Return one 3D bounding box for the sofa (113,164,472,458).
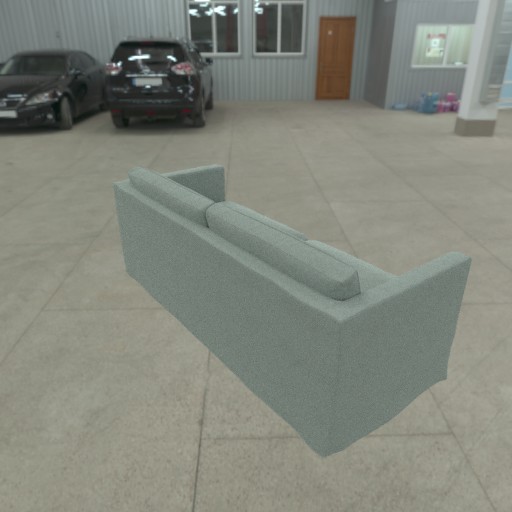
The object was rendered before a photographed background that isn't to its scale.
[{"bbox_3d":[0.000,0.000,2.822,0.962,0.853,2.312,-18,31,-33],"label":"sofa"}]
